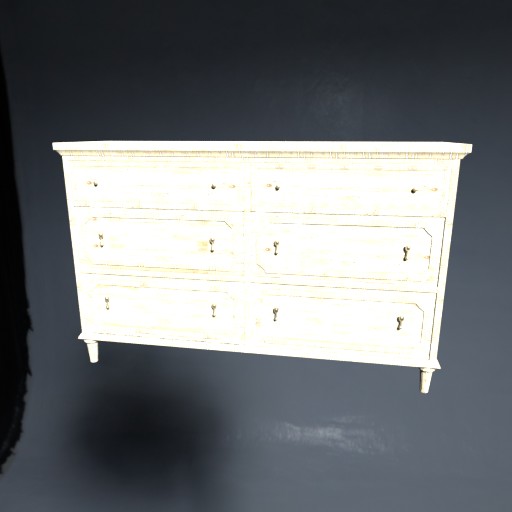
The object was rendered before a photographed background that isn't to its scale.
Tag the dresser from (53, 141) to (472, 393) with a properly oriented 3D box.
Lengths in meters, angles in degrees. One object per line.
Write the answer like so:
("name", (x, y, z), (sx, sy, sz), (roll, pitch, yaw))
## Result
("dresser", (0.000, 0.000, 2.048), (1.626, 1.016, 0.457), (3, 16, 10))
